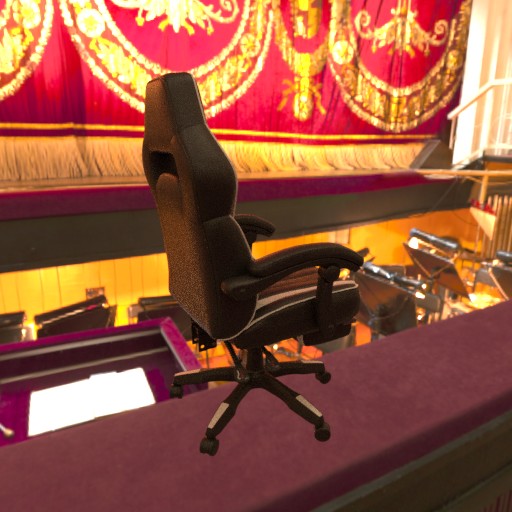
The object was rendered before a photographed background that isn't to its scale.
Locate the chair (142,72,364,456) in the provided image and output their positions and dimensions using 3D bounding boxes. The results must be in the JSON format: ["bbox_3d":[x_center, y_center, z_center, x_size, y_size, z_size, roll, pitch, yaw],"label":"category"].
[{"bbox_3d":[0.000,0.000,1.613,0.700,1.200,0.676,-8,17,-26],"label":"chair"}]
